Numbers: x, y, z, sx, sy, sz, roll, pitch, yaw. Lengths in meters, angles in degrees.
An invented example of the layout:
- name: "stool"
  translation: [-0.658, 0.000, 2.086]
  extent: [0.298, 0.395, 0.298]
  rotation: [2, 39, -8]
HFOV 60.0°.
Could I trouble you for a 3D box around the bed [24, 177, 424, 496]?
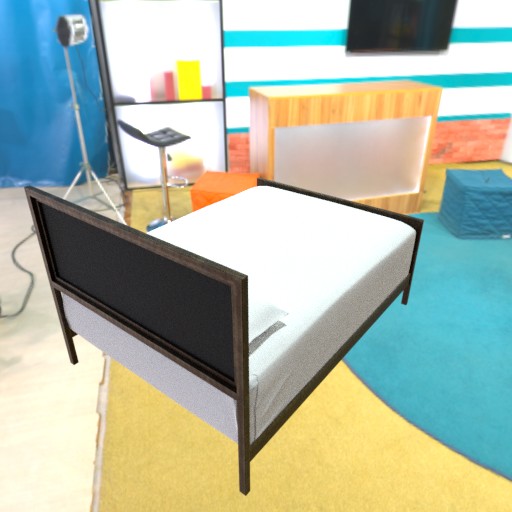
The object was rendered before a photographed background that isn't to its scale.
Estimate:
- name: "bed"
  translation: [0.000, 0.000, 3.161]
  extent: [1.607, 1.313, 2.221]
  rotation: [21, 35, 33]
